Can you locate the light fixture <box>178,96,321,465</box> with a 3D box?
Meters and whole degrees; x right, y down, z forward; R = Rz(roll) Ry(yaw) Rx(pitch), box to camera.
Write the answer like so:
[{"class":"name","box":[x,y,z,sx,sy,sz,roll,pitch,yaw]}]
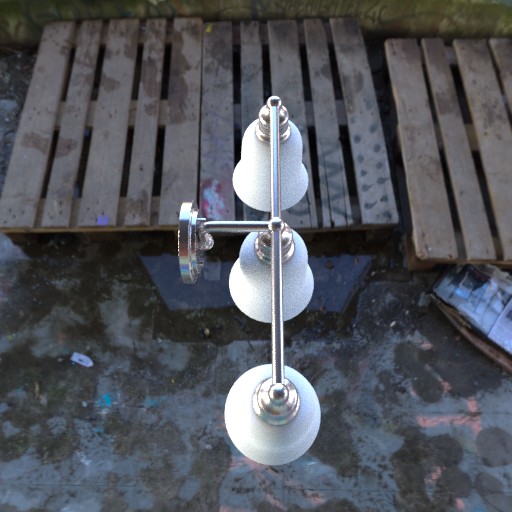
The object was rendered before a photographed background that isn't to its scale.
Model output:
[{"class":"light fixture","box":[0.000,0.000,0.667,0.198,0.211,0.570,0,65,0]}]
